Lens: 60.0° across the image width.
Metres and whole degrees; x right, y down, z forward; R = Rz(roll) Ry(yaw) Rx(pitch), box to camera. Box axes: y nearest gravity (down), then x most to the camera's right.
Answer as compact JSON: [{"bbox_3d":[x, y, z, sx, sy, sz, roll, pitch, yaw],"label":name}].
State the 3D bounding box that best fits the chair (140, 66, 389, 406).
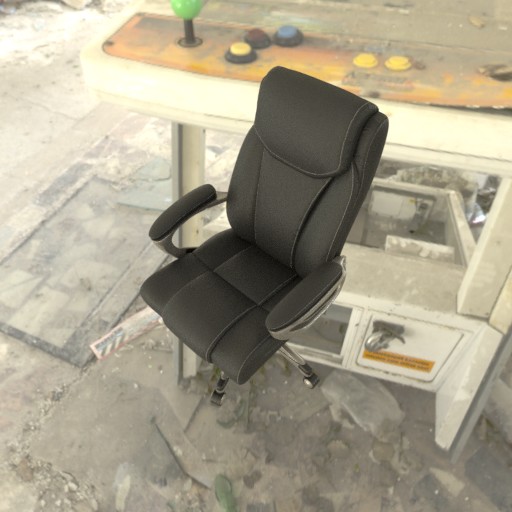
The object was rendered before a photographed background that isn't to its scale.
[{"bbox_3d":[0.000,0.000,1.711,0.741,1.167,0.784,34,56,27],"label":"chair"}]
